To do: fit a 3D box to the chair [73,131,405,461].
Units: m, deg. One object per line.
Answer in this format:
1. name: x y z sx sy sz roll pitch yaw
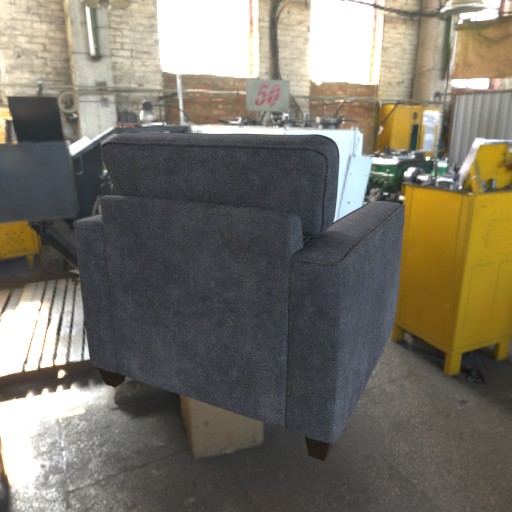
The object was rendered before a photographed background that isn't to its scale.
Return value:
1. chair: 0.000 0.000 1.779 1.015 0.965 0.939 9 19 26
